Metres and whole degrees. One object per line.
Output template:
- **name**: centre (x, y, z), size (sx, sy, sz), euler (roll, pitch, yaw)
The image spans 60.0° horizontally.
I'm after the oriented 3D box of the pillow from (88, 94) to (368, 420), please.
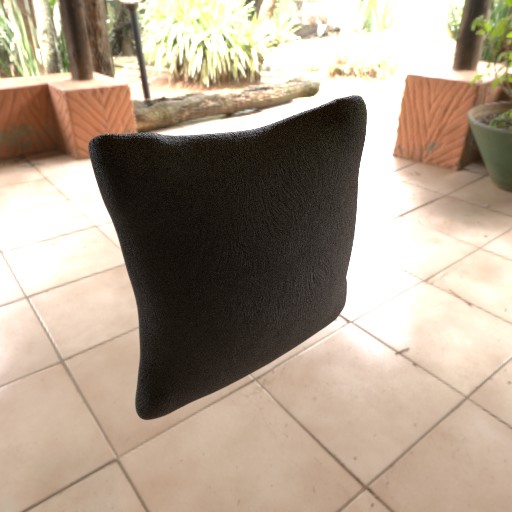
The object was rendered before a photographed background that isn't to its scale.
- **pillow**: centre (0.000, 0.000, 0.812), size (0.533, 0.523, 0.210), euler (-22, 37, -33)
